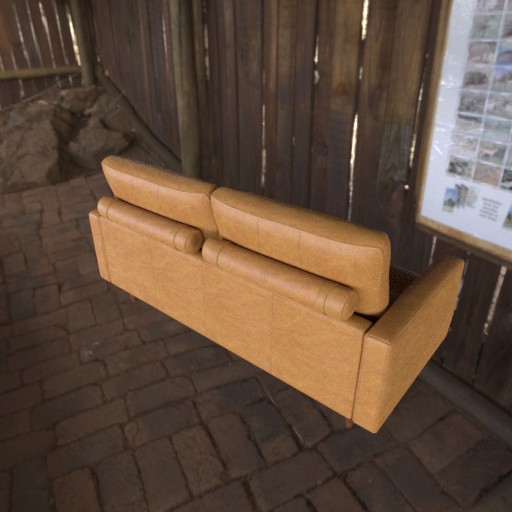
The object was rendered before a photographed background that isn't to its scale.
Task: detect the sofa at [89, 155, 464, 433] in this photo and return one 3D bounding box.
[{"bbox_3d":[0.000,0.000,2.277,1.821,0.898,0.850,21,35,34],"label":"sofa"}]
